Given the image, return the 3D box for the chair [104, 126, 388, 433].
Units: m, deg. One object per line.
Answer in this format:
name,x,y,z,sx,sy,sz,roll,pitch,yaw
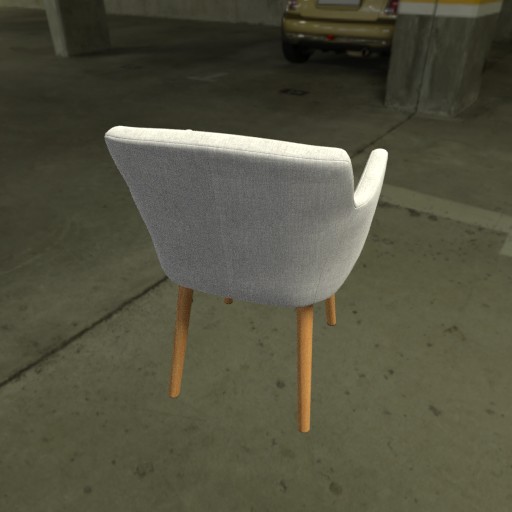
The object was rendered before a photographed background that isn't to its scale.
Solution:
chair,0.000,0.000,1.155,0.570,0.780,0.540,10,34,15
